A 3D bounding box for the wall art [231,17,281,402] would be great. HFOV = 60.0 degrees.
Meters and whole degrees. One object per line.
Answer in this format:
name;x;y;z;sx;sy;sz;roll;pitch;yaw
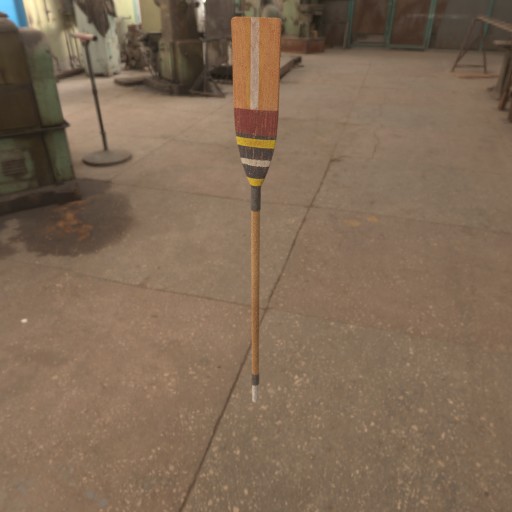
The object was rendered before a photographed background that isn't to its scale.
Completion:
wall art;0.000;0.000;1.639;0.146;1.556;0.038;10;32;16
